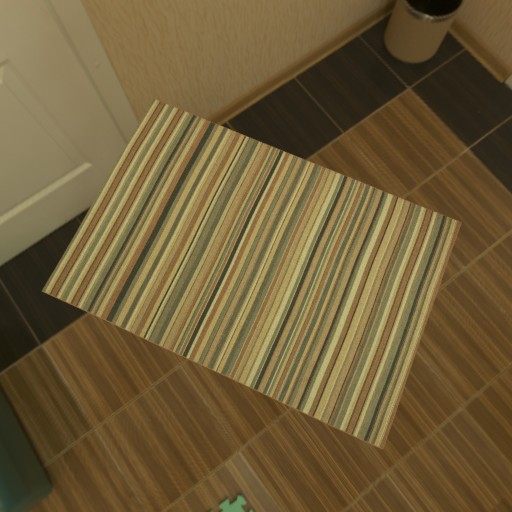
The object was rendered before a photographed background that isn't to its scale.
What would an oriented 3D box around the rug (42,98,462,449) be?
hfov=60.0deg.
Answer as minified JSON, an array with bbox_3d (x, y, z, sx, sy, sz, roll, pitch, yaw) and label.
[{"bbox_3d":[0.000,0.000,2.288,1.829,0.008,1.219,23,76,6],"label":"rug"}]
